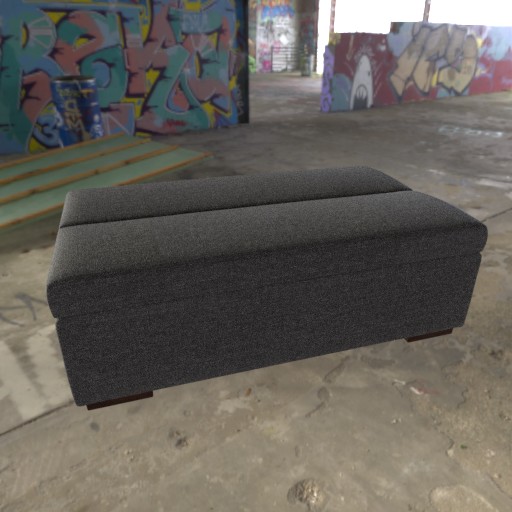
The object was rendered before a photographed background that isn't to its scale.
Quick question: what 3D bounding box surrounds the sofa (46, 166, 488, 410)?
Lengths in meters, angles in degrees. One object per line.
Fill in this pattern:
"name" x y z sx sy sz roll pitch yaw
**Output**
"sofa" 0.000 0.000 1.536 1.198 0.417 0.782 -8 27 -16
